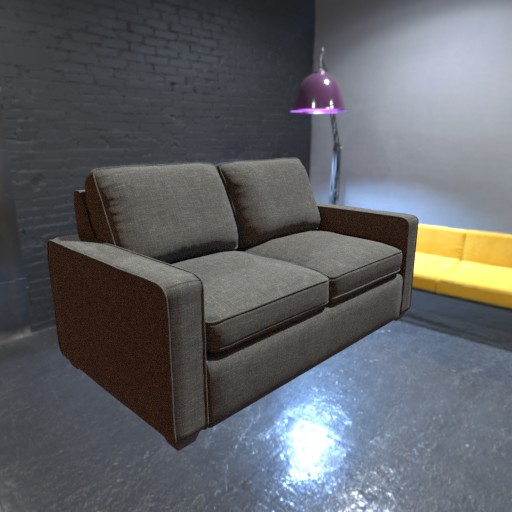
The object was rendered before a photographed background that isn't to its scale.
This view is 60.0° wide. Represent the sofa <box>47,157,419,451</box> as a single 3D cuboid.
[{"bbox_3d":[0.000,0.000,2.236,0.947,0.918,1.709,15,21,43],"label":"sofa"}]
